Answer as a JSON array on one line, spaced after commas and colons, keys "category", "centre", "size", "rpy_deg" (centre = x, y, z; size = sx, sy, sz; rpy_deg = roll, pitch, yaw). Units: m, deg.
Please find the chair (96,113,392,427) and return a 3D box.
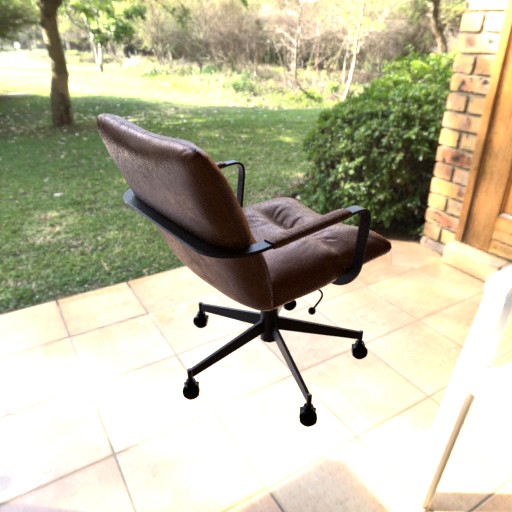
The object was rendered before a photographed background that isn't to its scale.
[{"category": "chair", "centre": [0.000, 0.000, 1.473], "size": [0.754, 0.922, 0.727], "rpy_deg": [-19, 33, -33]}]
